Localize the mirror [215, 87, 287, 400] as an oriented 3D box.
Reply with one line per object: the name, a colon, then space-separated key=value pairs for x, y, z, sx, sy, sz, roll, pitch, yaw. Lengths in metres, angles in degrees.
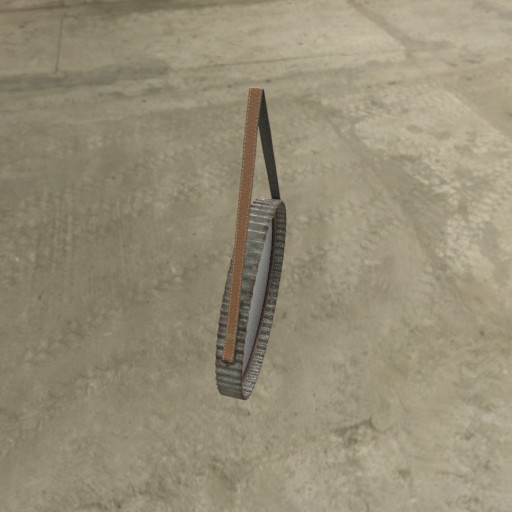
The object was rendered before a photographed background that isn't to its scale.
mirror: x=0.000 y=0.000 z=0.722 sx=0.042 sy=0.568 sz=0.355 roll=10 pitch=47 yaw=9
